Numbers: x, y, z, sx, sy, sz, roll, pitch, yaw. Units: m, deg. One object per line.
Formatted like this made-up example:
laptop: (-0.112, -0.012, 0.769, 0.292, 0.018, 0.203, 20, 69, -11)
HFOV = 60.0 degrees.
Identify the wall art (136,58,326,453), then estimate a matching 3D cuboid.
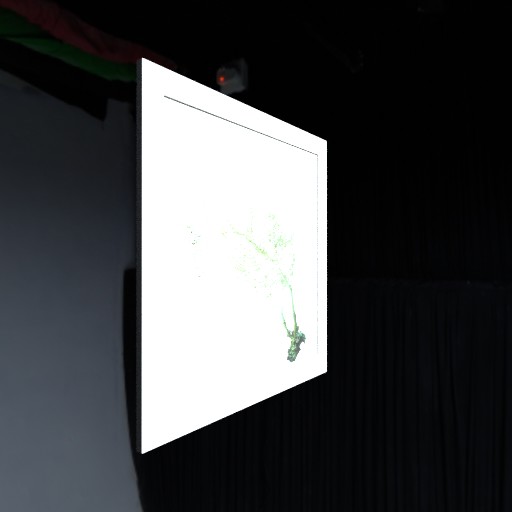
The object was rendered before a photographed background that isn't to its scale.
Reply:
wall art: (0.000, 0.000, 0.896, 0.013, 0.584, 0.584, 0, 0, 36)
